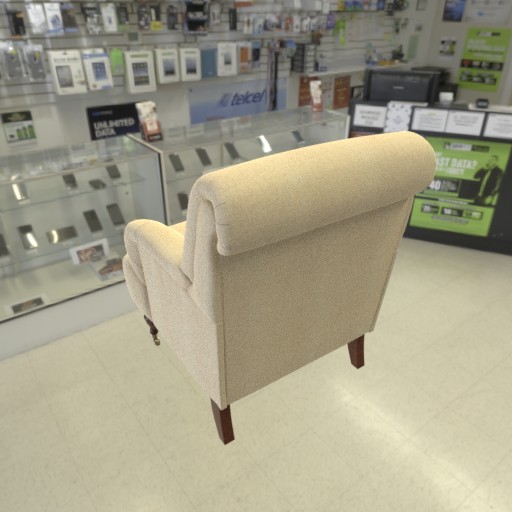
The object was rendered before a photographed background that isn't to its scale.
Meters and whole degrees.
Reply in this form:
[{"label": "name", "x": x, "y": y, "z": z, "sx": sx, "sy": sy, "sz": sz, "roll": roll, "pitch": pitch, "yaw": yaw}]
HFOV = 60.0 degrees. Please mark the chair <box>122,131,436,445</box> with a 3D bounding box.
[{"label": "chair", "x": 0.000, "y": 0.000, "z": 1.590, "sx": 0.766, "sy": 0.944, "sz": 0.842, "roll": -19, "pitch": 35, "yaw": -29}]
